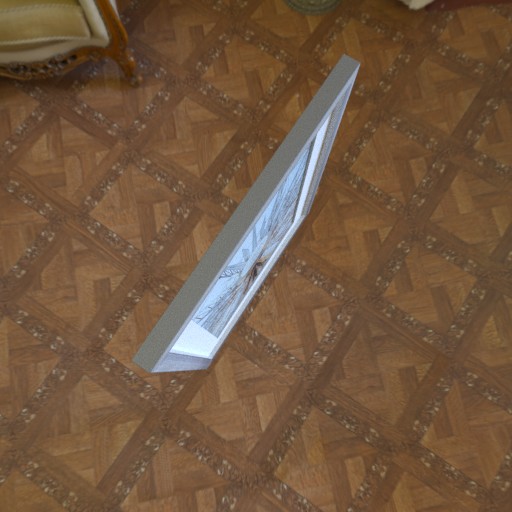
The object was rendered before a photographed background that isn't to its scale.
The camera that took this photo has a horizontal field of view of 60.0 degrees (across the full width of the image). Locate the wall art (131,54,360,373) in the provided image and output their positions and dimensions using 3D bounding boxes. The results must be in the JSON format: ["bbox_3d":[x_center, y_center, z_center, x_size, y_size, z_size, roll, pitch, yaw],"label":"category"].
[{"bbox_3d":[0.000,0.000,0.794,0.029,0.558,0.458,32,78,7],"label":"wall art"}]
